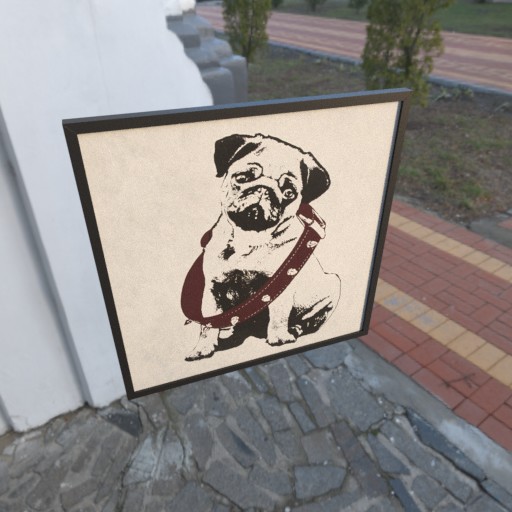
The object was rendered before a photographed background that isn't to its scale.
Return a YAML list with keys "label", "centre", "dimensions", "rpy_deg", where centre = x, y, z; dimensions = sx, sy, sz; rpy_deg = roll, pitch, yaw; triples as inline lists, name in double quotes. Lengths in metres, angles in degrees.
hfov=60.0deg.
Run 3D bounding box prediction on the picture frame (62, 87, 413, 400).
- label: "picture frame"
  centre: [0.000, 0.000, 1.154]
  dimensions: [0.775, 0.775, 0.032]
  rpy_deg: [-11, 35, -17]
